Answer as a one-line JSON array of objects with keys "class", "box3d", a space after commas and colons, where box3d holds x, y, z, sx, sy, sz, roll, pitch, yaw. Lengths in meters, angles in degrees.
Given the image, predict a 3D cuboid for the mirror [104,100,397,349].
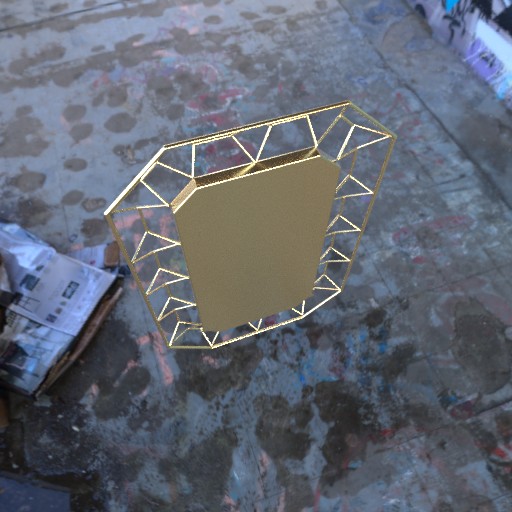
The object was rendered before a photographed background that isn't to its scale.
[{"class": "mirror", "box3d": [0.000, 0.000, 1.096, 0.572, 0.870, 0.051, -17, 59, -10]}]
